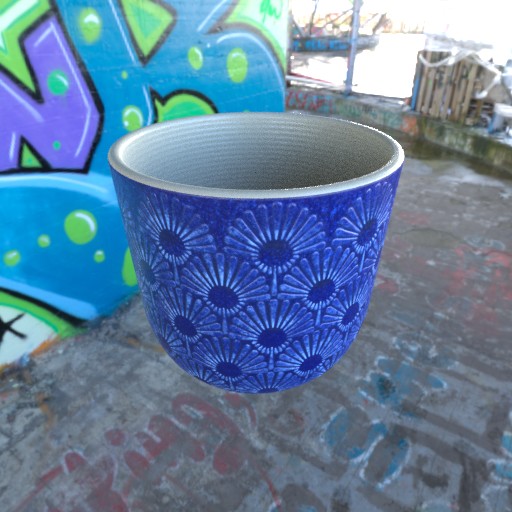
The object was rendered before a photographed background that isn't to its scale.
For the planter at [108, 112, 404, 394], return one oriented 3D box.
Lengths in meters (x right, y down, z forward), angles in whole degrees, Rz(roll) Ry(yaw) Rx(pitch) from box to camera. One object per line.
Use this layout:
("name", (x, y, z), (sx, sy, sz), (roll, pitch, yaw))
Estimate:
("planter", (0.000, 0.000, 0.366), (0.206, 0.190, 0.206), (0, 29, 0))
